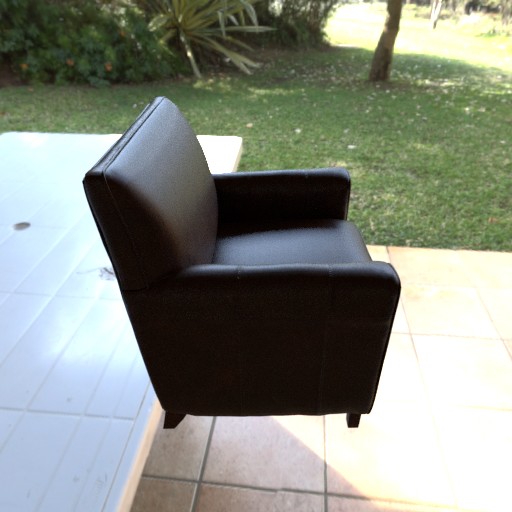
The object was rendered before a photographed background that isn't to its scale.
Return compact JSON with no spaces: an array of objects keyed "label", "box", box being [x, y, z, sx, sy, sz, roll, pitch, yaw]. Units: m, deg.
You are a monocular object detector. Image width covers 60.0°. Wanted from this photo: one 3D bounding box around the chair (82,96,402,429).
[{"label":"chair","box":[0.000,0.000,1.594,0.823,0.943,0.870,0,32,0]}]
